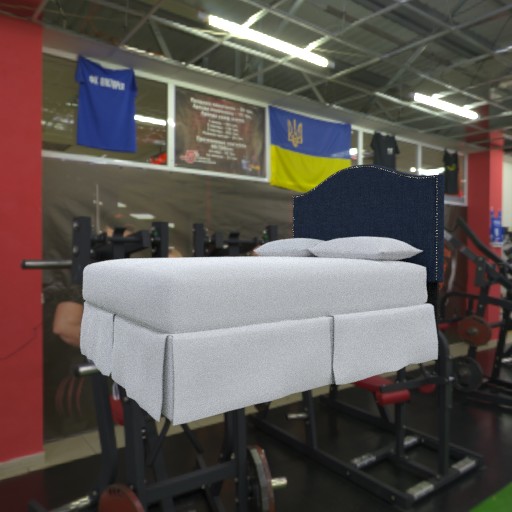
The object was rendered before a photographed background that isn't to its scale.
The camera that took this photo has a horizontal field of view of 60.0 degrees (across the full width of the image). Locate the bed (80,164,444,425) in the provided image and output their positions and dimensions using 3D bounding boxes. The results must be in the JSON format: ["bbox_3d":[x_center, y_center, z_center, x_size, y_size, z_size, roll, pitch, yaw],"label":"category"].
[{"bbox_3d":[0.000,0.000,3.238,2.153,1.518,1.725,-1,1,-34],"label":"bed"}]
